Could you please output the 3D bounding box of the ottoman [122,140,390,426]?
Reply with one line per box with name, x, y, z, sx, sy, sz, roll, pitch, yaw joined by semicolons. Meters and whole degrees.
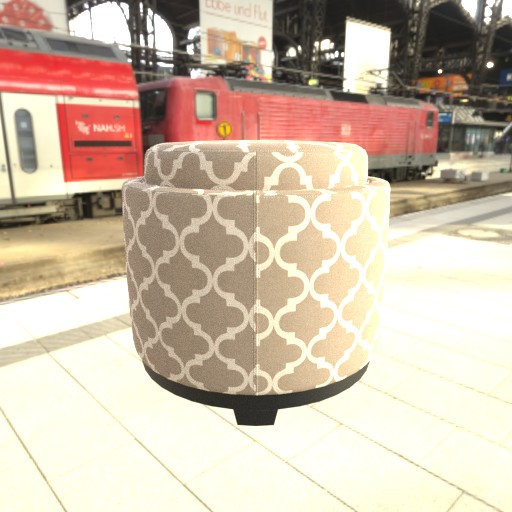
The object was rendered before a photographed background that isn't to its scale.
ottoman;0.000;0.000;0.849;0.480;0.429;0.480;0;15;0
